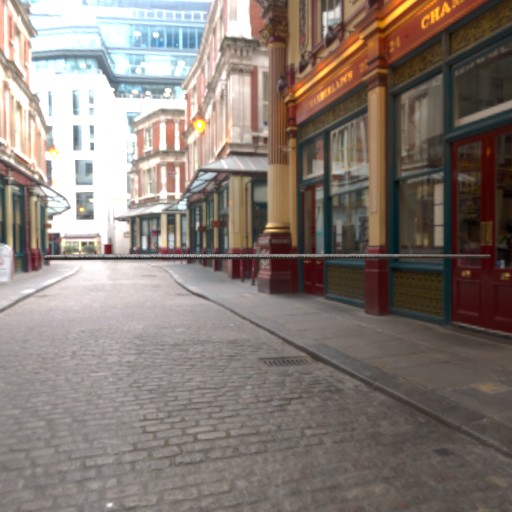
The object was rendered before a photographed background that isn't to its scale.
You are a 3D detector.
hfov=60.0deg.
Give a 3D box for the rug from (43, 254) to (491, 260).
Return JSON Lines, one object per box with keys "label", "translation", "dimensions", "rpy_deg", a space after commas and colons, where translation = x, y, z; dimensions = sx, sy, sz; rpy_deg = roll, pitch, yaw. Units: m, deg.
{"label": "rug", "translation": [0.000, 0.000, 2.155], "dimensions": [1.748, 0.014, 1.144], "rpy_deg": [0, 0, -19]}
